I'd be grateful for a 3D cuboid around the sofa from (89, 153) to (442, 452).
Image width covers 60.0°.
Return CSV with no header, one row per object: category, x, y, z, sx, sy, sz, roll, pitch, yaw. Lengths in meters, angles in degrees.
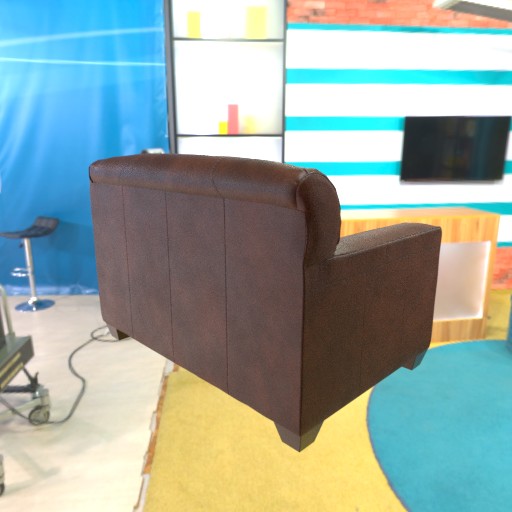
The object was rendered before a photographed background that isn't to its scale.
sofa,0.000,0.000,2.109,1.000,0.956,1.413,-13,19,-43
